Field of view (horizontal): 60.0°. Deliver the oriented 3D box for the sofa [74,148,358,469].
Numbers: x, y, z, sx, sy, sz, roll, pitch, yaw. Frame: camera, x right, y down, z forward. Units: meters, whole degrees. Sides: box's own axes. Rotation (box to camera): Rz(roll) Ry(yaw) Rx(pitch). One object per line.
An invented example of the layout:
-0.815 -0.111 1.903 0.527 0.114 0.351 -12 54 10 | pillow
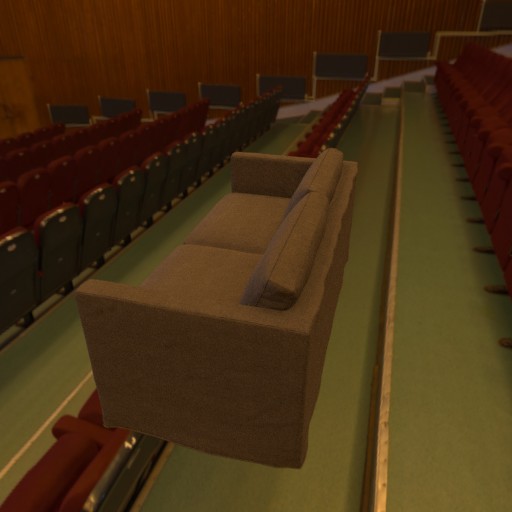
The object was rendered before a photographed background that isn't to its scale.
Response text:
0.000 0.000 2.527 0.953 0.855 1.982 8 30 14 | sofa
